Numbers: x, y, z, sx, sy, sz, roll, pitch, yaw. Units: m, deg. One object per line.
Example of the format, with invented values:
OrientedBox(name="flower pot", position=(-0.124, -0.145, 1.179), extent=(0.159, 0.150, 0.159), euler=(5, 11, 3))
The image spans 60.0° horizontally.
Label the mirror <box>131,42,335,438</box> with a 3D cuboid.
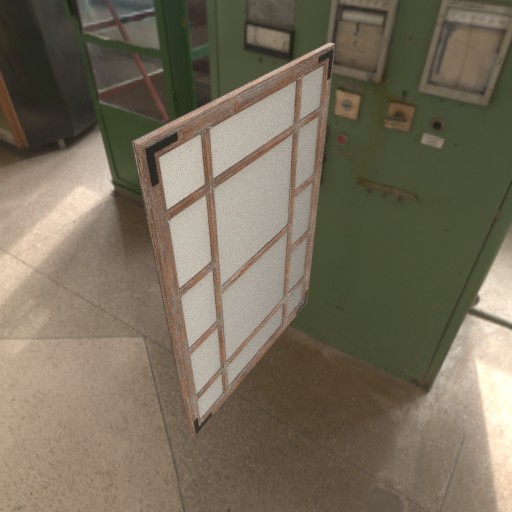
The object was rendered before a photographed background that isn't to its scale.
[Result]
OrientedBox(name="mirror", position=(0.000, 0.000, 1.283), extent=(0.025, 0.996, 0.705), euler=(24, 46, 26))
